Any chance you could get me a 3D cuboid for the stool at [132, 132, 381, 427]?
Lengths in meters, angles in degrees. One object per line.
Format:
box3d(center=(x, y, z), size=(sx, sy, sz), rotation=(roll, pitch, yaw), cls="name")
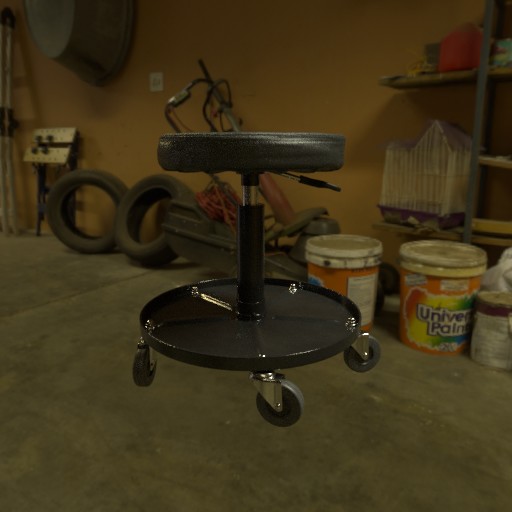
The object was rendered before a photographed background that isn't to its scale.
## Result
box3d(center=(0.000, 0.000, 0.690), size=(0.382, 0.365, 0.381), rotation=(-3, 14, -10), cls="stool")
